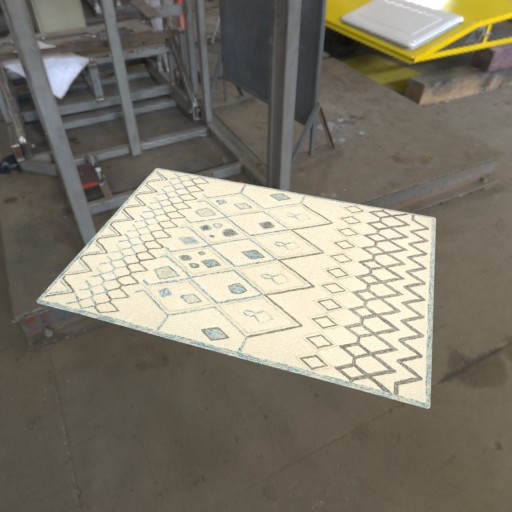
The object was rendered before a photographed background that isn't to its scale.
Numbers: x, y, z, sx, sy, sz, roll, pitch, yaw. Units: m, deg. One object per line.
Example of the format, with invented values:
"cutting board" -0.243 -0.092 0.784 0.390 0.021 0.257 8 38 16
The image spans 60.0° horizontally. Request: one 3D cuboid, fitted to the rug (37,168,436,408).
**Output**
"rug" 0.000 0.000 2.367 1.820 0.009 1.260 12 44 13
